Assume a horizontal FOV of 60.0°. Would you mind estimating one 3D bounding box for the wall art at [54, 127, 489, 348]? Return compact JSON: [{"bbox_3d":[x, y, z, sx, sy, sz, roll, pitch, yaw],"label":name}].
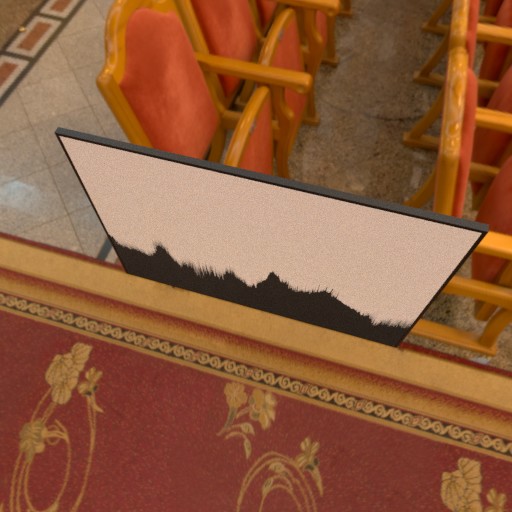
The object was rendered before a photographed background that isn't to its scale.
[{"bbox_3d":[0.000,0.000,1.227,0.957,0.660,0.019,14,60,9],"label":"wall art"}]
